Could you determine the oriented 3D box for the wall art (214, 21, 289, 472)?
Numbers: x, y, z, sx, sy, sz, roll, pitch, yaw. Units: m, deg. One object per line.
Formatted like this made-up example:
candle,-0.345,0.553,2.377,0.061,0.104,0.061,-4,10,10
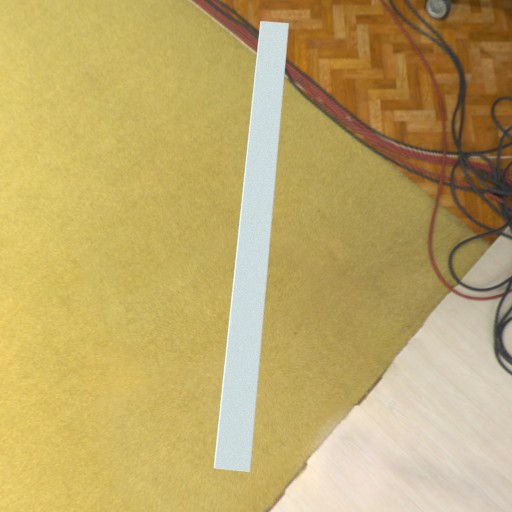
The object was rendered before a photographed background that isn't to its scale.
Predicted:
wall art,0.000,0.000,0.779,0.042,0.414,0.608,5,76,1
